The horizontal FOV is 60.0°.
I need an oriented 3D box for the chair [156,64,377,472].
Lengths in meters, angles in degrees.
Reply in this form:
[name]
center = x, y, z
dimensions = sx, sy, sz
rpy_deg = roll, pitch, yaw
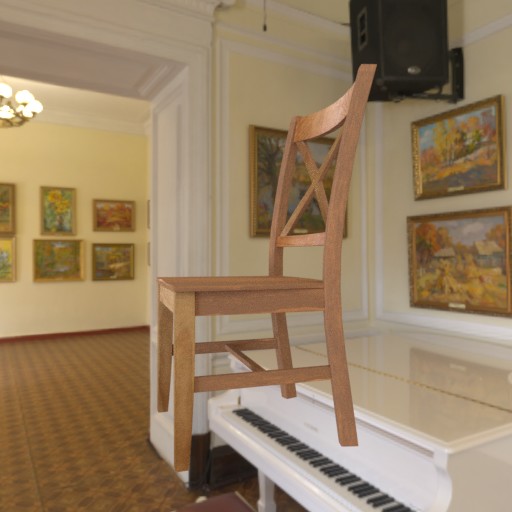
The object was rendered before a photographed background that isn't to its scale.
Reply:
[chair]
center = 0.000, 0.000, 1.290
dimensions = 0.542, 0.983, 0.485
rpy_deg = 0, 0, -18
